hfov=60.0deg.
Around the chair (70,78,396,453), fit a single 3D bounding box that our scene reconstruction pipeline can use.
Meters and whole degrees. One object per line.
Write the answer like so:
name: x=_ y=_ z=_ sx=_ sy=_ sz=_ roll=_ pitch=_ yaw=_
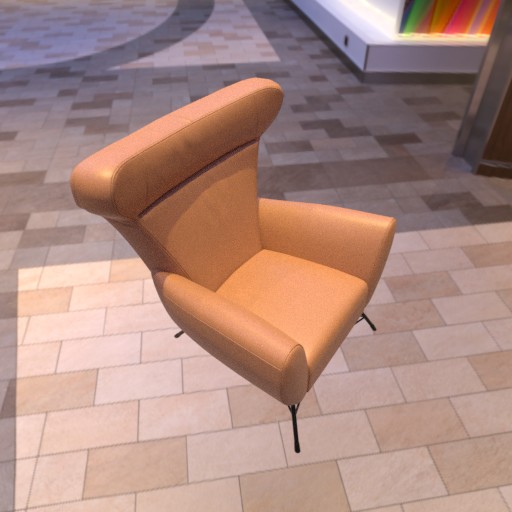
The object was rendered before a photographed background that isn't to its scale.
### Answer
chair: x=0.000 y=0.000 z=1.766 sx=0.900 sy=1.050 sz=0.980 roll=25 pitch=47 yaw=25
